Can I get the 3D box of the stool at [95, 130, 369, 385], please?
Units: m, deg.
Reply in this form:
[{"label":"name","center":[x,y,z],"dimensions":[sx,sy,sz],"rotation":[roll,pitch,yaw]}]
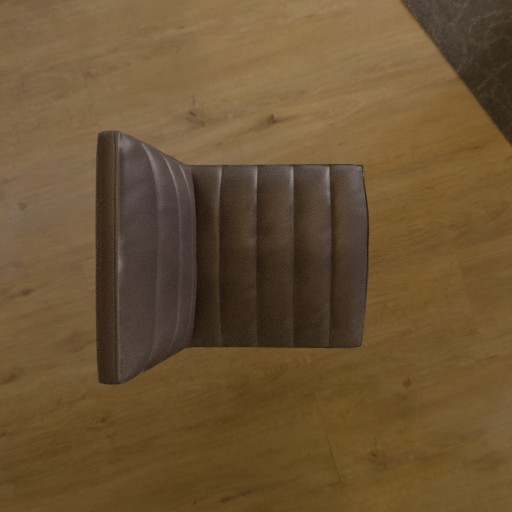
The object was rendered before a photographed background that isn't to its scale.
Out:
[{"label":"stool","center":[0.000,0.000,1.217],"dimensions":[0.562,0.946,0.463],"rotation":[0,90,0]}]
